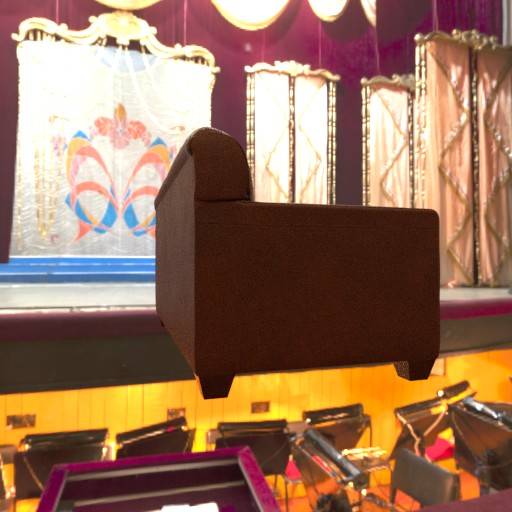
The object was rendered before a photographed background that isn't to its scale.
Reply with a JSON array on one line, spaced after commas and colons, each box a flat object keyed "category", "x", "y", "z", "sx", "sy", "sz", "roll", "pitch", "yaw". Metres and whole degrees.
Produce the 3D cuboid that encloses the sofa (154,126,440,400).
[{"category": "sofa", "x": 0.000, "y": 0.000, "z": 2.439, "sx": 1.000, "sy": 0.966, "sz": 1.856, "roll": 0, "pitch": -1, "yaw": -17}]
